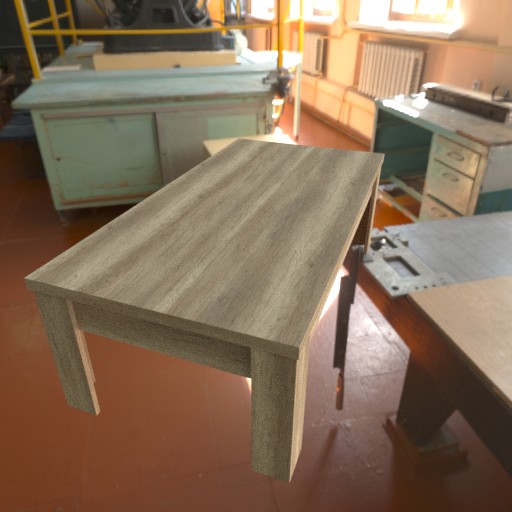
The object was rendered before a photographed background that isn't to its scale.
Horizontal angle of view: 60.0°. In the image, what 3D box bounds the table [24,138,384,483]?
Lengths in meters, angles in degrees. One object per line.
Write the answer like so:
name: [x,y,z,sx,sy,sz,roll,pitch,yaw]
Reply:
table: [0.000,0.000,1.637,0.700,0.460,1.350,11,32,18]
